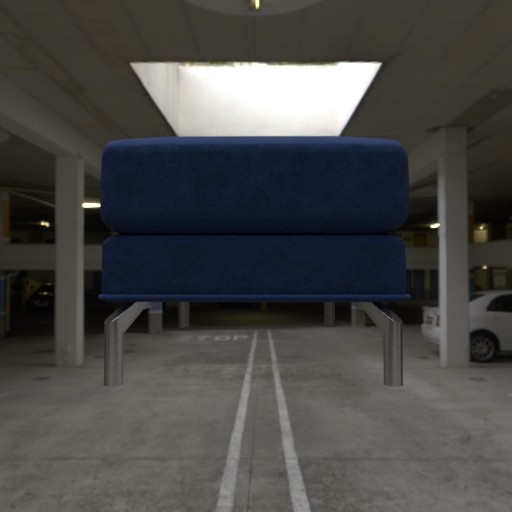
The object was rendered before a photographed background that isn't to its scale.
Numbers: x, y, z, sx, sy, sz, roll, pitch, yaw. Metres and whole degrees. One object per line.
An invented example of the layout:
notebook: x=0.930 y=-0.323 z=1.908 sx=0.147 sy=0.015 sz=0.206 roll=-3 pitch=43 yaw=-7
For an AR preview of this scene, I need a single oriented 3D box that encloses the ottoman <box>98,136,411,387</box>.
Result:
ottoman: x=0.000 y=0.000 z=1.224 sx=0.587 sy=0.498 sz=0.835 roll=0 pitch=-1 yaw=1
